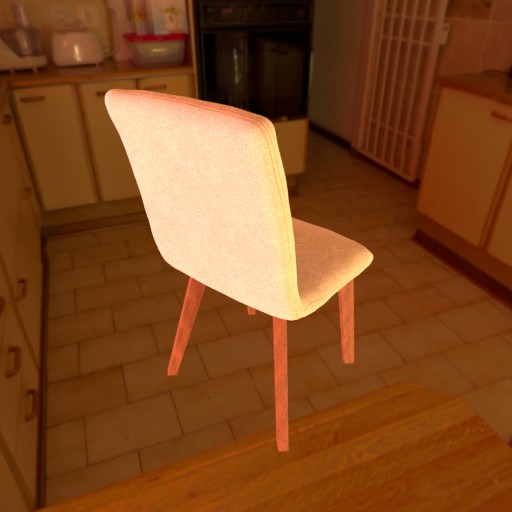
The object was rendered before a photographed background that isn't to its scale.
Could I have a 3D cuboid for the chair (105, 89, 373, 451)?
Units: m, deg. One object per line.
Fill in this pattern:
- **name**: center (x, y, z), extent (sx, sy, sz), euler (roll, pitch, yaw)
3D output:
- **chair**: center (0.000, 0.000, 1.292), extent (0.522, 0.974, 0.563), euler (22, 38, 32)
